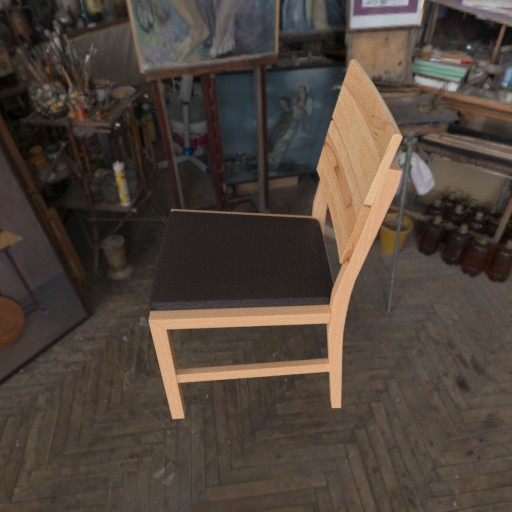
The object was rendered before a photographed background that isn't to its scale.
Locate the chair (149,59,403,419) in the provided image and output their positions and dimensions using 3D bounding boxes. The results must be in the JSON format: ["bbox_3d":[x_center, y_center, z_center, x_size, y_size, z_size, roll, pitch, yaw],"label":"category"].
[{"bbox_3d":[0.000,0.000,1.276,0.560,0.950,0.475,-1,41,-1],"label":"chair"}]
